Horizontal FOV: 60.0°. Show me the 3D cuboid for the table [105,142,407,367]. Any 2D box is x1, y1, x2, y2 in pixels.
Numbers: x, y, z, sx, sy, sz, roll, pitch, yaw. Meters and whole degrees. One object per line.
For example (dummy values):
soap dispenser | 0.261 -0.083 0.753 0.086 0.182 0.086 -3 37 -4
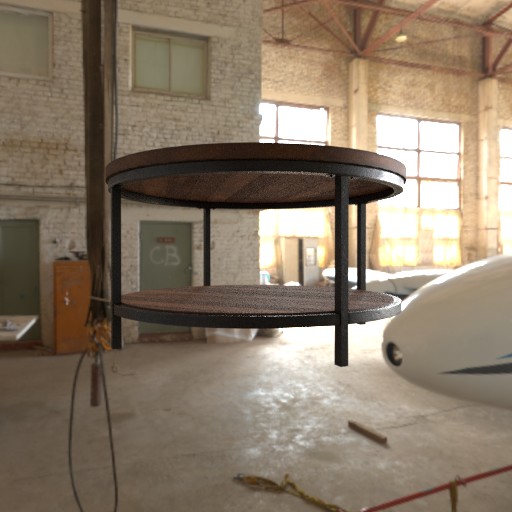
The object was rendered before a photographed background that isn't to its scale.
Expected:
table | 0.000 0.000 1.303 0.837 0.462 0.837 0 1 0
